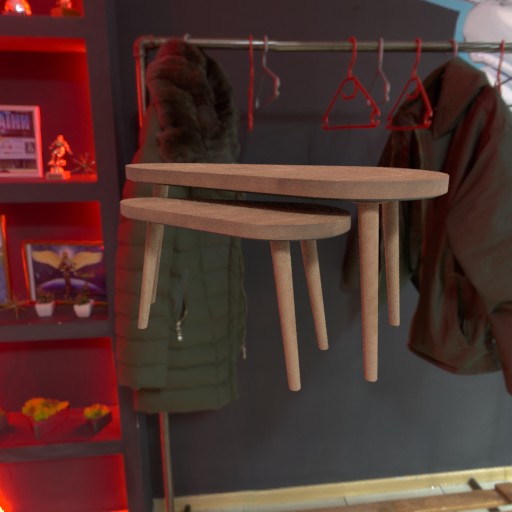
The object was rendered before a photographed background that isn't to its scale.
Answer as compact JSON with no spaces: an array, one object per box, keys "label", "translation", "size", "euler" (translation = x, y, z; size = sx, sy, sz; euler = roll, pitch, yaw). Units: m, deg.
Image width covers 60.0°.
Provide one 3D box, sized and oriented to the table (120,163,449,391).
[{"label":"table","translation":[0.000,0.000,1.568],"size":[1.190,0.595,0.701],"euler":[7,17,25]}]
